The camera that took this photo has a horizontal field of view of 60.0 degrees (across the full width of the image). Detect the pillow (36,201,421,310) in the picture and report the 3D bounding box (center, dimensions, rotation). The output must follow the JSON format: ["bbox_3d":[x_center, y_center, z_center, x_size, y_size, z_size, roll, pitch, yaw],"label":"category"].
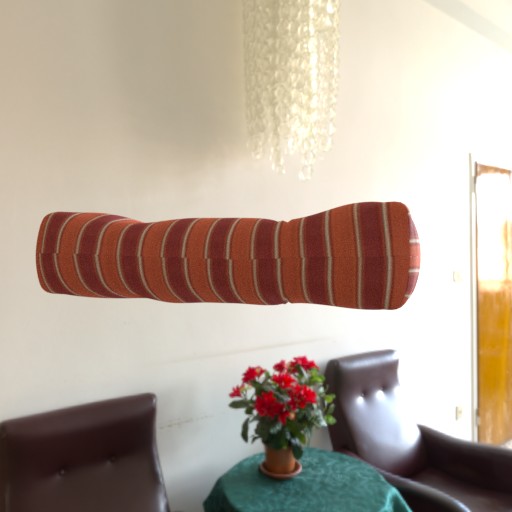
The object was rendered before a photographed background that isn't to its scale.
[{"bbox_3d":[0.000,0.000,0.727,0.490,0.133,0.468,0,-1,18],"label":"pillow"}]
